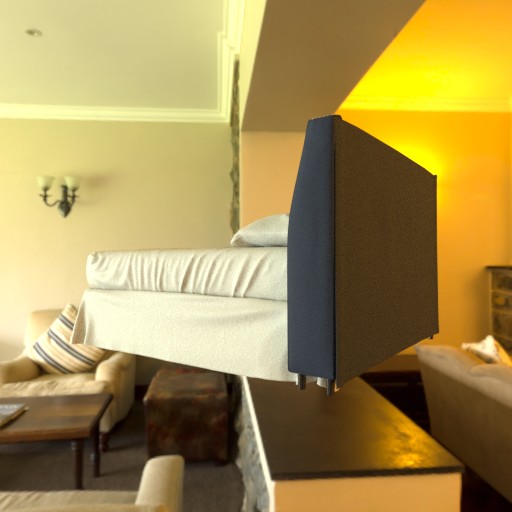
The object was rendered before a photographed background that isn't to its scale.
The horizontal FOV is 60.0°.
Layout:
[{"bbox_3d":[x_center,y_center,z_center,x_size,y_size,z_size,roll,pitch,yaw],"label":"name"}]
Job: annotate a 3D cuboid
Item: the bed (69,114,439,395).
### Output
[{"bbox_3d":[0.000,0.000,3.452,2.276,1.332,1.925,0,-1,36],"label":"bed"}]
